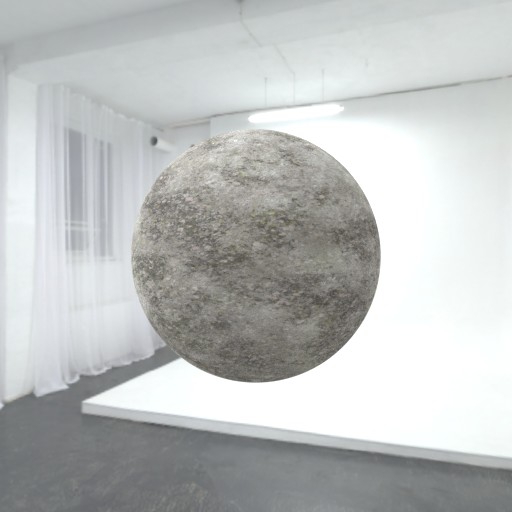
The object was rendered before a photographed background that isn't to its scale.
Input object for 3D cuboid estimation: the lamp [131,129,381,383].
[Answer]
[{"bbox_3d":[0.000,0.000,0.778,0.422,0.429,0.422,0,0,0],"label":"lamp"}]
